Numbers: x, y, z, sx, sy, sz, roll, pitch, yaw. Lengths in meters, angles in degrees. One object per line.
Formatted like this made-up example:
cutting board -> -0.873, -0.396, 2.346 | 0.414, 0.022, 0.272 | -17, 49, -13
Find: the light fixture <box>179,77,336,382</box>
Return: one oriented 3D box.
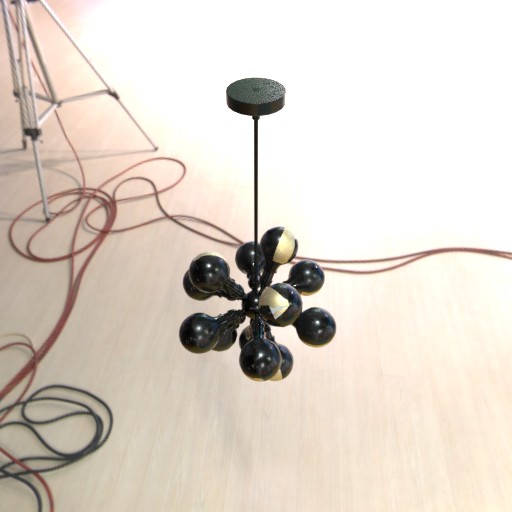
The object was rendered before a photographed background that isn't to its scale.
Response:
light fixture -> 0.000, 0.000, 1.113 | 0.468, 0.859, 0.420 | -25, 50, -23
